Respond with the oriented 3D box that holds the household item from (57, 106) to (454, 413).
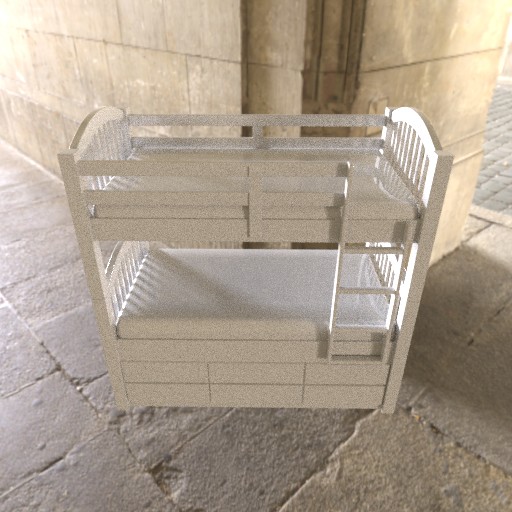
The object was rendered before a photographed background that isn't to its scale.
[{"bbox_3d":[0.000,0.000,3.190,2.032,2.032,1.143,0,31,1],"label":"household item"}]
